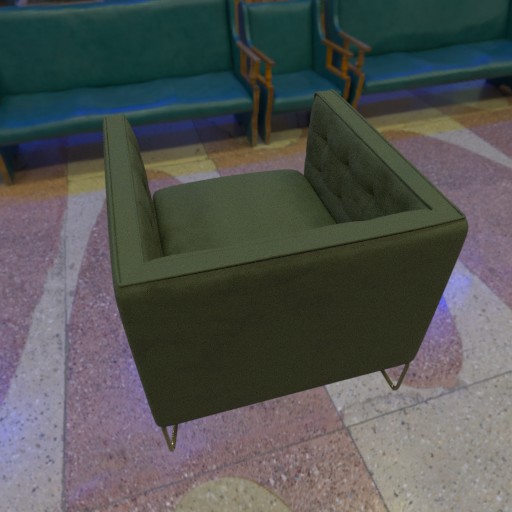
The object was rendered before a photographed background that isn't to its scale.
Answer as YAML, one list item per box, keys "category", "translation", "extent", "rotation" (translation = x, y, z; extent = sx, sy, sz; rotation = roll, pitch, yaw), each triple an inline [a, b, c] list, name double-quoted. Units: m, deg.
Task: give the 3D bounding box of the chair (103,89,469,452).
- category: "chair"
  translation: [0.000, 0.000, 1.558]
  extent: [0.880, 0.790, 0.894]
  rotation: [-11, 43, -12]
